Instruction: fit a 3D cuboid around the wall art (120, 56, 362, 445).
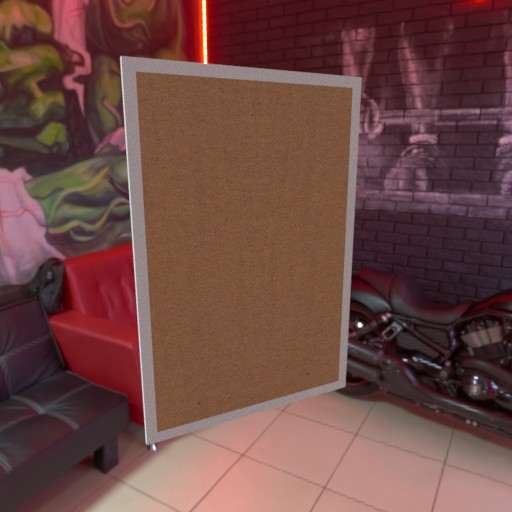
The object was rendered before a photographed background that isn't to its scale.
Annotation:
[{"bbox_3d":[0.000,0.000,1.223,0.660,0.965,0.015,-7,15,-26],"label":"wall art"}]
